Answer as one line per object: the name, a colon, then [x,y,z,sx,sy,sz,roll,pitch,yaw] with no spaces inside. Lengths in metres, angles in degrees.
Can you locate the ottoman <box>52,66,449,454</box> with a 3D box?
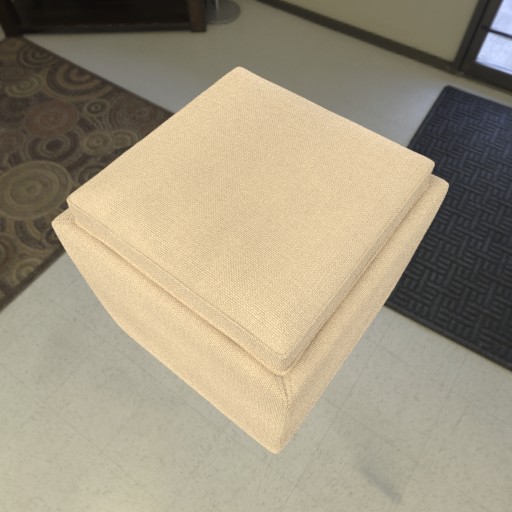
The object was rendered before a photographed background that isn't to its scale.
ottoman: [0.000,0.000,0.802,0.450,0.460,0.451,33,63,19]
